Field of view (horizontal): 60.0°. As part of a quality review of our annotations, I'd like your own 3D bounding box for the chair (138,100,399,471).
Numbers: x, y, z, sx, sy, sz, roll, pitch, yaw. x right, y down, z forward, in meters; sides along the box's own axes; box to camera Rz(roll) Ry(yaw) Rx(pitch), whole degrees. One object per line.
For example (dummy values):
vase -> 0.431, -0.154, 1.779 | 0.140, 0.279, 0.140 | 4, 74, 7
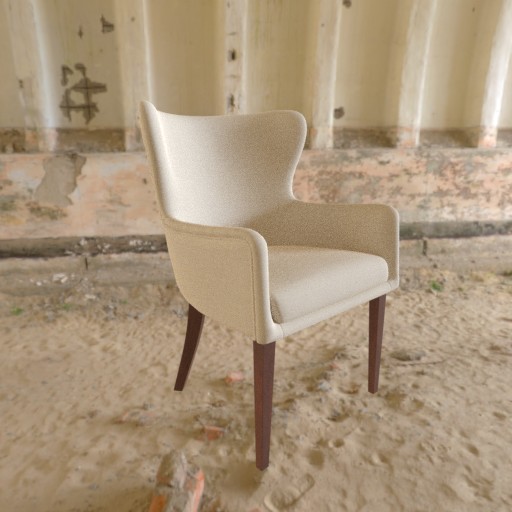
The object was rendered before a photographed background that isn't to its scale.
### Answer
chair -> 0.000, 0.000, 1.517 | 0.696, 0.990, 0.744 | -13, 20, -42
